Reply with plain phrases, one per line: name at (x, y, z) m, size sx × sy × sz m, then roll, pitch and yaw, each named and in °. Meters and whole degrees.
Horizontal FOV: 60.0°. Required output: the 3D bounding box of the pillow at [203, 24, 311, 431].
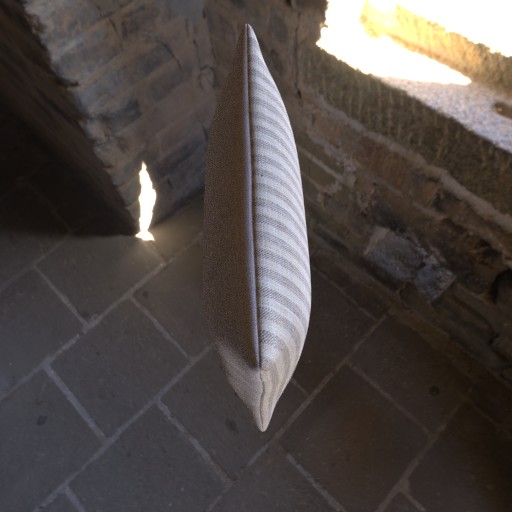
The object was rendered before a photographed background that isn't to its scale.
pillow at (0.000, 0.000, 0.770) m, size 0.166 × 0.510 × 0.523 m, roll -2°, pitch 63°, yaw -1°
